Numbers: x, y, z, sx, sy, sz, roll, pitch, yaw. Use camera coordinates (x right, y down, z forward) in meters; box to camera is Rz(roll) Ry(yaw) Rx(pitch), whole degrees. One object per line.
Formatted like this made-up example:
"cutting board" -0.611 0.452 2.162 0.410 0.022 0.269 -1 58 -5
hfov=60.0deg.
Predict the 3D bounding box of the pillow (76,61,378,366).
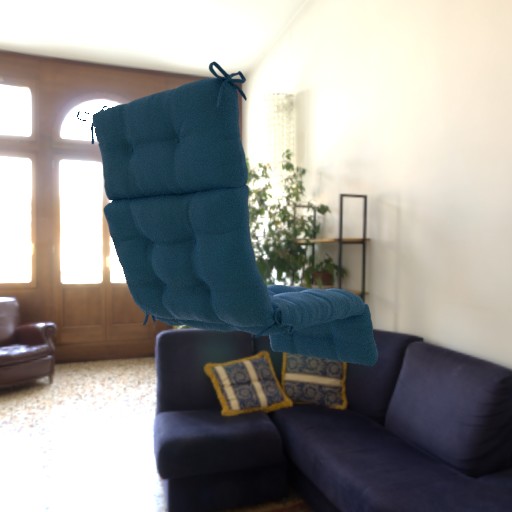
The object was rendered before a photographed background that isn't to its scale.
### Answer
"pillow" 0.000 0.000 1.488 0.526 0.863 1.016 0 1 35
